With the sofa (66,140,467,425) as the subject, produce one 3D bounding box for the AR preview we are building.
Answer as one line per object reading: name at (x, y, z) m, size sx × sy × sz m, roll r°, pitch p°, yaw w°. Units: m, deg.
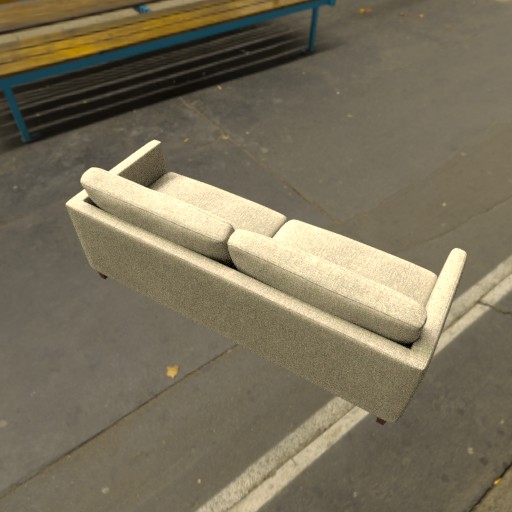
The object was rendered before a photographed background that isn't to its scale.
sofa at (0.000, 0.000, 2.977) m, size 2.434 × 0.951 × 0.948 m, roll 23°, pitch 51°, yaw 20°
